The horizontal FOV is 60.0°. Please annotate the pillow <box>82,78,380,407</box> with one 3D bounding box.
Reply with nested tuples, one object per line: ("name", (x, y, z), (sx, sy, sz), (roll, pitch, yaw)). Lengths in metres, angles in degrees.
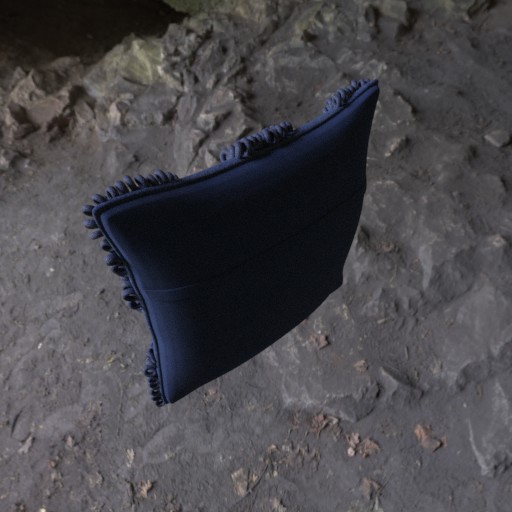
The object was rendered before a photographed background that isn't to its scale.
("pillow", (0.000, 0.000, 0.718), (0.469, 0.466, 0.172), (-31, 54, -26))
